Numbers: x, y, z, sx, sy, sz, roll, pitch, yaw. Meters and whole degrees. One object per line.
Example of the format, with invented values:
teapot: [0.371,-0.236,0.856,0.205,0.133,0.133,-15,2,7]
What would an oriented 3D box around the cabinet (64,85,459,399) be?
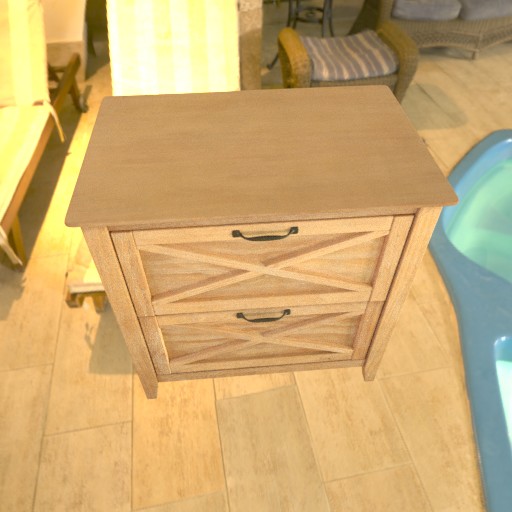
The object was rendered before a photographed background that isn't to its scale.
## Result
cabinet: [0.000,0.000,1.289,0.763,0.762,0.503,-4,47,-3]
